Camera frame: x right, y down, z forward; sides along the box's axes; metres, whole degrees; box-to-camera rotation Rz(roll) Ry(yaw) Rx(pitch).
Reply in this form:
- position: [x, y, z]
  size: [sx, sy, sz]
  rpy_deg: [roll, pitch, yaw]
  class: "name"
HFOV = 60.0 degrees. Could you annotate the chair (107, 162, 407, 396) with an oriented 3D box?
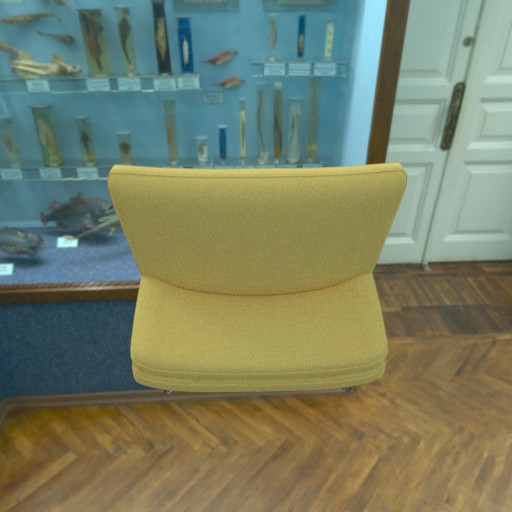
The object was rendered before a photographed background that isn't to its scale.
- position: [0.000, 0.000, 1.654]
  size: [0.859, 0.855, 1.008]
  rpy_deg: [-1, 31, -1]
  class: "chair"
